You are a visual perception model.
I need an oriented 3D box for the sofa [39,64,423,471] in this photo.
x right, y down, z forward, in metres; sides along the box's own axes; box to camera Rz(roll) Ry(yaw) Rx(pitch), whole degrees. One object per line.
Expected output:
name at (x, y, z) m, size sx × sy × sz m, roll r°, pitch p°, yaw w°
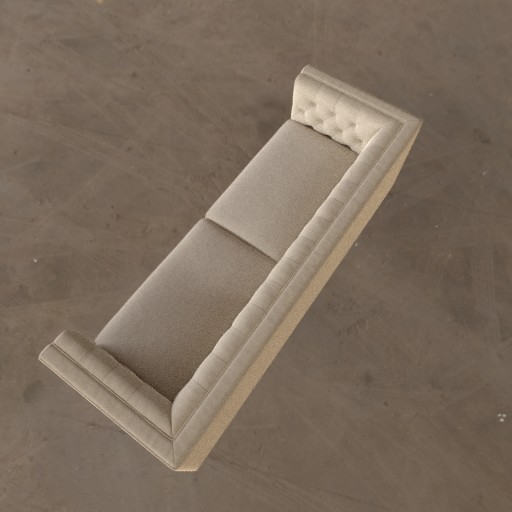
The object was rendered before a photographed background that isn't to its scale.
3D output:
sofa at (0.000, 0.000, 2.511) m, size 0.775 × 0.762 × 2.159 m, roll 32°, pitch 68°, yaw 15°
